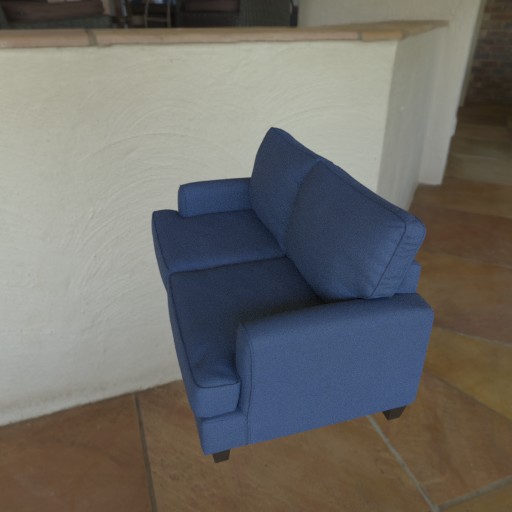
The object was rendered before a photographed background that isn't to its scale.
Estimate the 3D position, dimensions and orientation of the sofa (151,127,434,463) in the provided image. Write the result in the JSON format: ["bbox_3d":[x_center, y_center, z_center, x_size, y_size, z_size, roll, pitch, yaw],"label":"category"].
[{"bbox_3d":[0.000,0.000,2.274,0.965,0.965,1.651,-8,30,-15],"label":"sofa"}]
